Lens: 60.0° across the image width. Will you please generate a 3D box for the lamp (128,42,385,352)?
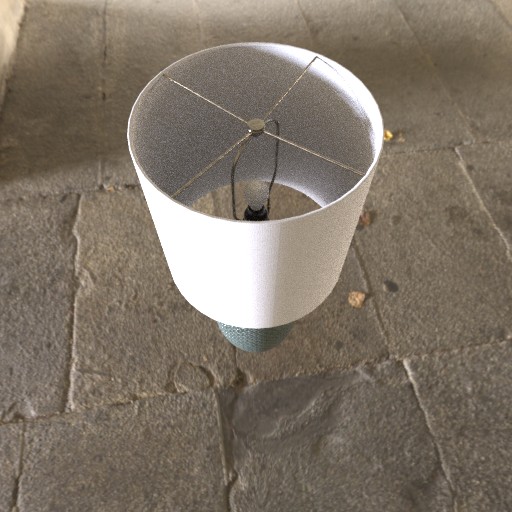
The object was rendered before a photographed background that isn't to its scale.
[{"bbox_3d":[0.000,0.000,0.571,0.217,0.453,0.217,32,64,17],"label":"lamp"}]
